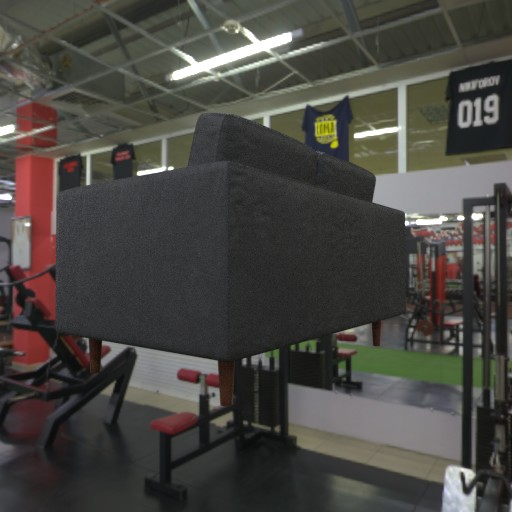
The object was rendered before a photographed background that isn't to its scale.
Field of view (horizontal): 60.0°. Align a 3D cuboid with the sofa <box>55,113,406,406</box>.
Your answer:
[{"bbox_3d":[0.000,0.000,1.982,0.879,0.899,1.430,-1,-1,37],"label":"sofa"}]
